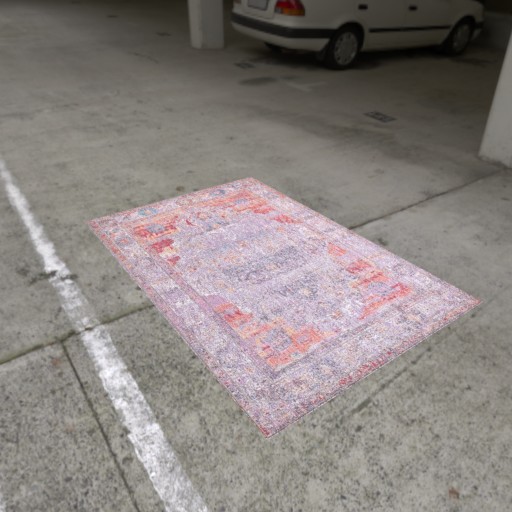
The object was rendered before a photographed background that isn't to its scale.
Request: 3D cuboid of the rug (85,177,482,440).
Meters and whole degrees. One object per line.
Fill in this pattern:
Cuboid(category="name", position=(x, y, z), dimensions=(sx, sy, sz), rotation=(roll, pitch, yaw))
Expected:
Cuboid(category="rug", position=(0.000, 0.000, 2.337), dimensions=(1.219, 0.005, 1.829), rotation=(-21, 38, -30))
